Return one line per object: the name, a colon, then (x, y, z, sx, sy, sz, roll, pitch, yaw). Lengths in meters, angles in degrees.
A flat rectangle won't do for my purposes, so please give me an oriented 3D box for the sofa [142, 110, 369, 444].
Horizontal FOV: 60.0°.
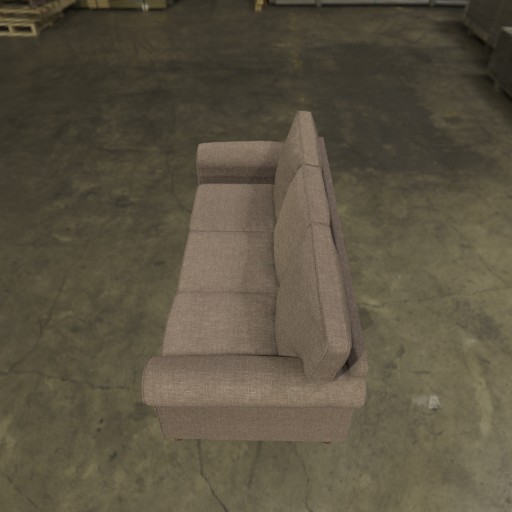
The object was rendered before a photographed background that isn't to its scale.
sofa: (0.000, 0.000, 2.623, 0.916, 0.961, 2.084, 1, 42, 1)
